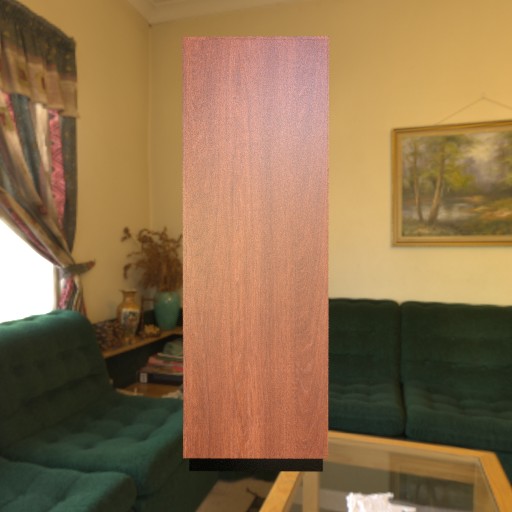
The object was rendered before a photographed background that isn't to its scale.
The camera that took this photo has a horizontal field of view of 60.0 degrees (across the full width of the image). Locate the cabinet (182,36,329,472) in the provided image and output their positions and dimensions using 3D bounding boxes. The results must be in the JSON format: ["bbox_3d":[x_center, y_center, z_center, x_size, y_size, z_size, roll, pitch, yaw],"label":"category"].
[{"bbox_3d":[0.000,0.000,2.219,0.660,1.980,0.420,0,1,0],"label":"cabinet"}]
